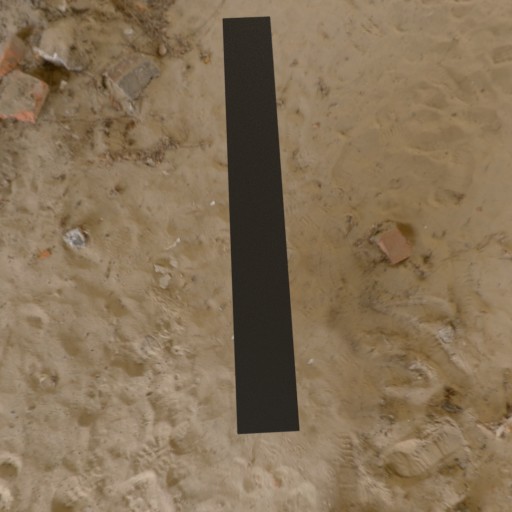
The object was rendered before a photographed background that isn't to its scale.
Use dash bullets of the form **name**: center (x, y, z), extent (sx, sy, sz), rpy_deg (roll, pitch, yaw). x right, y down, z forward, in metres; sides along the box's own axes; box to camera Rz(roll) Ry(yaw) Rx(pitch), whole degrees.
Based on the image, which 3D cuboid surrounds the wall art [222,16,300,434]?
- **wall art**: center (0.000, 0.000, 0.452), extent (0.038, 0.304, 0.304), rpy_deg (-3, 75, -1)
